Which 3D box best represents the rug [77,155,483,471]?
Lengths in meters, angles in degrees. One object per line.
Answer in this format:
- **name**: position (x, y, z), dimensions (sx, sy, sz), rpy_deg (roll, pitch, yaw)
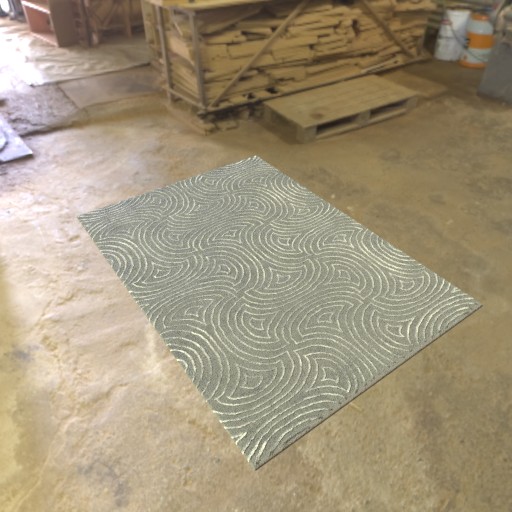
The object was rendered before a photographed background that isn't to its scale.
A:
- **rug**: position (0.000, 0.000, 2.763), dimensions (1.543, 0.015, 2.144), rpy_deg (-25, 46, -26)
